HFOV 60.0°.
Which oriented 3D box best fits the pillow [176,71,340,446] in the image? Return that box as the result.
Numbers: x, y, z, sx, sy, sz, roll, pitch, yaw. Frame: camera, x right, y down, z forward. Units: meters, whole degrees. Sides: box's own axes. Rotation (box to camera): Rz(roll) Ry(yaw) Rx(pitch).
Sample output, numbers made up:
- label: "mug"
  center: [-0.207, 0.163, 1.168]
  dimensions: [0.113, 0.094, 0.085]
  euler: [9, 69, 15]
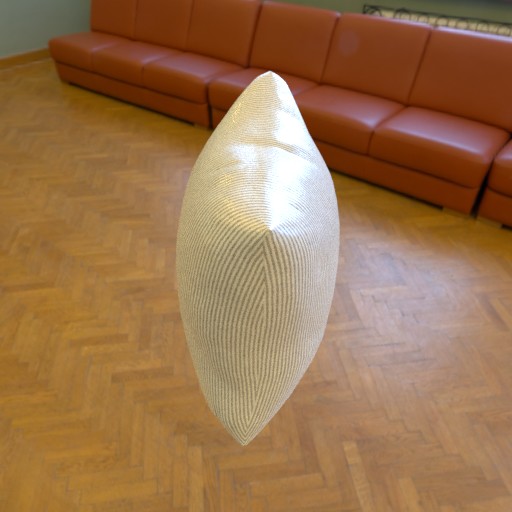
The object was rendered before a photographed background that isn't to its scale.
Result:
- label: "pillow"
  center: [0.000, 0.000, 0.697]
  dimensions: [0.310, 0.432, 0.387]
  euler: [25, 46, 27]
